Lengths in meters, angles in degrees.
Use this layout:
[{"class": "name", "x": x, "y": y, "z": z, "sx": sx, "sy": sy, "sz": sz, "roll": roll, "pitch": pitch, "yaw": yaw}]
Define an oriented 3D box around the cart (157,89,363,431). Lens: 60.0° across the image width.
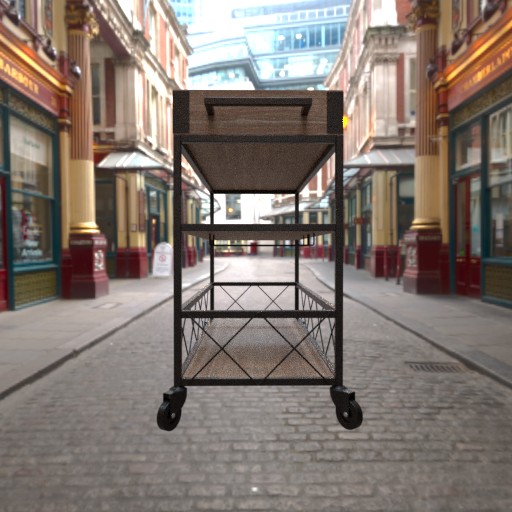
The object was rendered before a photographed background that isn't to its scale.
[{"class": "cart", "x": 0.000, "y": 0.000, "z": 1.510, "sx": 0.500, "sy": 0.787, "sz": 1.101, "roll": 0, "pitch": 1, "yaw": -1}]
